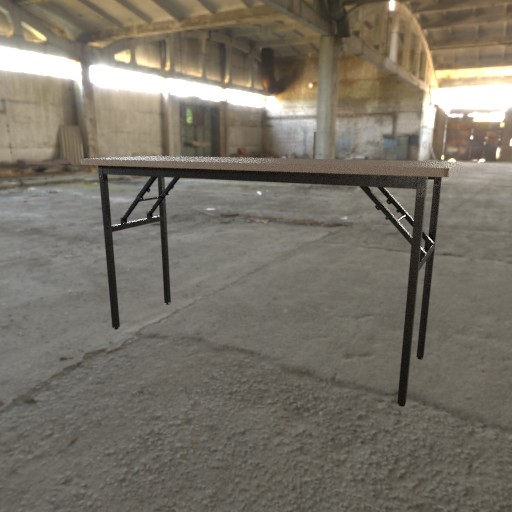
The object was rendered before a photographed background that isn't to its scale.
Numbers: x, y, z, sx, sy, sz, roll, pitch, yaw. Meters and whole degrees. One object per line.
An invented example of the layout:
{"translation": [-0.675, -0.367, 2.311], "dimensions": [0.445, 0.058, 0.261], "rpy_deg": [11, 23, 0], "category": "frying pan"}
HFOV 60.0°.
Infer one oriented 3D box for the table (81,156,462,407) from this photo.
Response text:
{"translation": [0.000, 0.000, 1.772], "dimensions": [1.397, 0.750, 0.447], "rpy_deg": [8, 16, 28], "category": "table"}
